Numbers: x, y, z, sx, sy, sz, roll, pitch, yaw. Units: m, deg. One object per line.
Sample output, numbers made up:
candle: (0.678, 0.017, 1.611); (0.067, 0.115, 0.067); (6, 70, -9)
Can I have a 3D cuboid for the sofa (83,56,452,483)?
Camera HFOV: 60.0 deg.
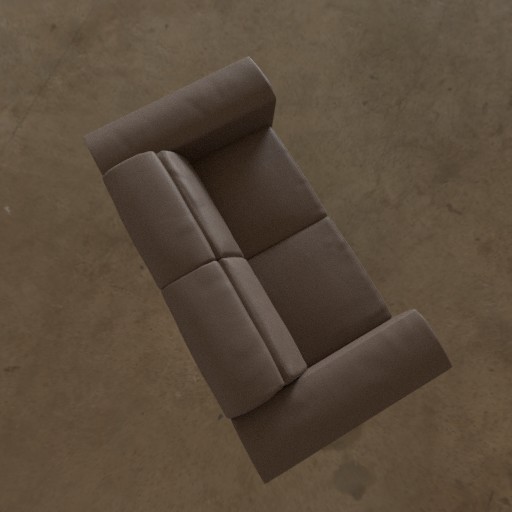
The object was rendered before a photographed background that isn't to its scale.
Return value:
sofa: (0.000, 0.000, 2.346); (1.003, 0.779, 1.895); (-29, 78, -7)
